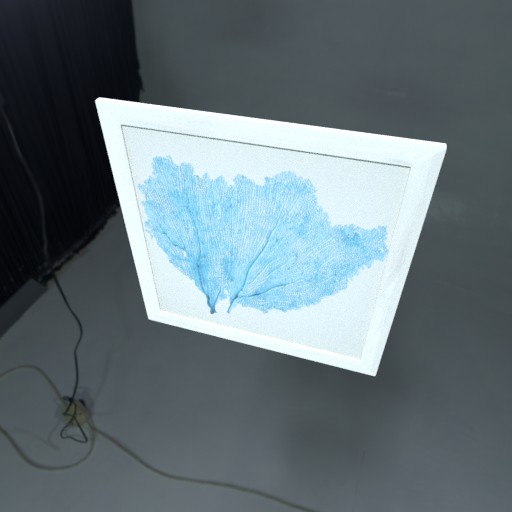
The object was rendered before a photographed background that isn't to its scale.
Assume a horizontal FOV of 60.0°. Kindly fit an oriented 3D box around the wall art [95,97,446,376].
[{"bbox_3d":[0.000,0.000,0.905,0.584,0.584,0.013,12,43,13],"label":"wall art"}]
